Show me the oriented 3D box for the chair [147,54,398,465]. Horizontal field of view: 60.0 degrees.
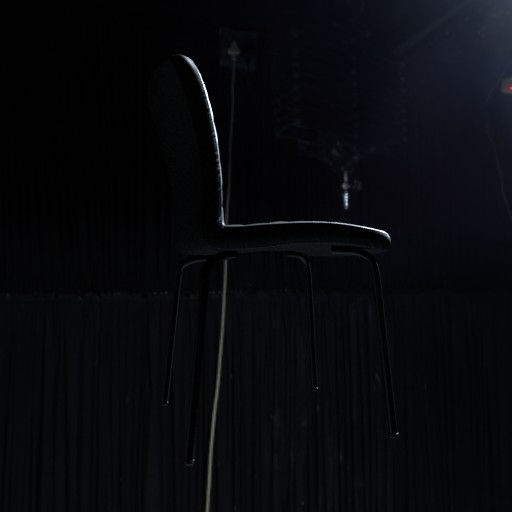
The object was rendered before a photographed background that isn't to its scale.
[{"bbox_3d":[0.000,0.000,1.188,0.572,0.872,0.450,1,-2,-18],"label":"chair"}]
